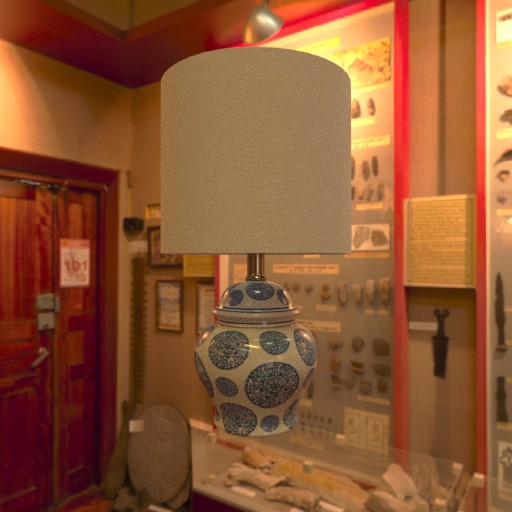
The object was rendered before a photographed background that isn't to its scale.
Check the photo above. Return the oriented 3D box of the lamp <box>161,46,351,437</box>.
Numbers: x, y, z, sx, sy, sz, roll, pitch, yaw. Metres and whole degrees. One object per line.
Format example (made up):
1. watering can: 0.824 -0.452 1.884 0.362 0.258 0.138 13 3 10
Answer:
1. lamp: 0.000 0.000 0.510 0.215 0.381 0.215 0 0 36
